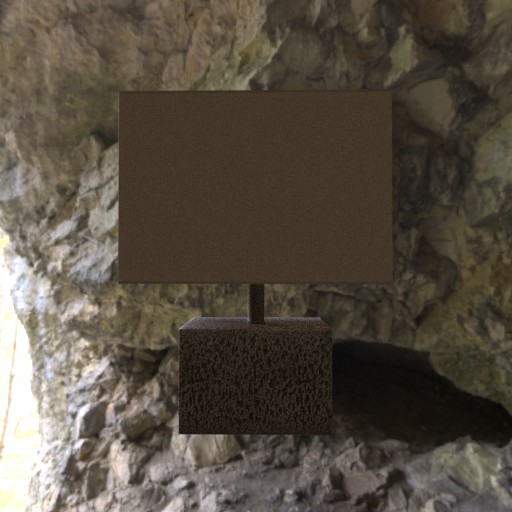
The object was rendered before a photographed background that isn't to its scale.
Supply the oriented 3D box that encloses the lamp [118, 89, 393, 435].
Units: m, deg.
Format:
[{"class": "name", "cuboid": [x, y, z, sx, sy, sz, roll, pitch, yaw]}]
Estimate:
[{"class": "lamp", "cuboid": [0.000, 0.000, 0.564, 0.294, 0.411, 0.180, 0, -1, 1]}]
